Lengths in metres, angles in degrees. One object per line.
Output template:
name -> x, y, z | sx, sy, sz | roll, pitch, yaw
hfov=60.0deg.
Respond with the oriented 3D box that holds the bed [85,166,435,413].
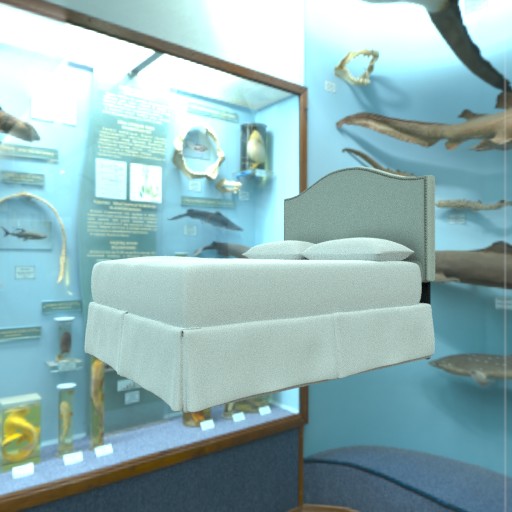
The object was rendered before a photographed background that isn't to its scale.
bed -> 0.000, 0.000, 3.476 | 2.180, 1.607, 1.813 | 0, 0, -36
